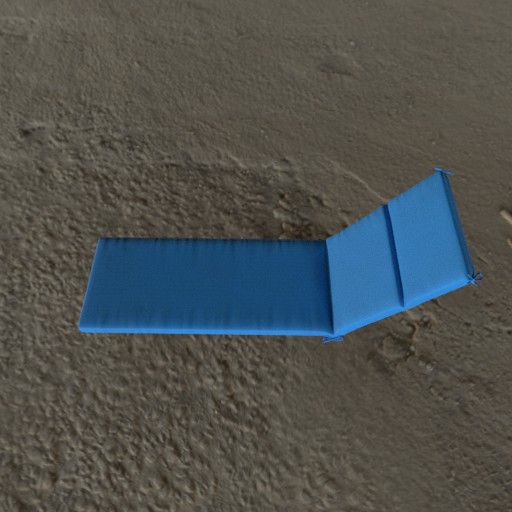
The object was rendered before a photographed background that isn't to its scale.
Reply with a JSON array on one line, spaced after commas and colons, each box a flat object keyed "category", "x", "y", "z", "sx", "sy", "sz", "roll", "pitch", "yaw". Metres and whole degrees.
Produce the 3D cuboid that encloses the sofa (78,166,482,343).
[{"category": "sofa", "x": 0.000, "y": 0.000, "z": 1.979, "sx": 1.663, "sy": 0.622, "sz": 0.582, "roll": 1, "pitch": 58, "yaw": 0}]
